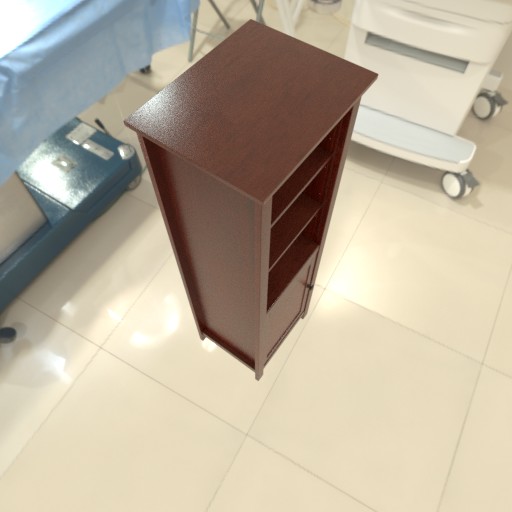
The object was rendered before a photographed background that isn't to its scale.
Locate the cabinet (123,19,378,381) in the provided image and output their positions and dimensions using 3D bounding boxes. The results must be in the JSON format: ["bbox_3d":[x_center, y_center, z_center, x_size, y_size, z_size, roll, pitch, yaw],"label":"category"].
[{"bbox_3d":[0.000,0.000,1.726,0.401,1.518,0.500,32,64,17],"label":"cabinet"}]
